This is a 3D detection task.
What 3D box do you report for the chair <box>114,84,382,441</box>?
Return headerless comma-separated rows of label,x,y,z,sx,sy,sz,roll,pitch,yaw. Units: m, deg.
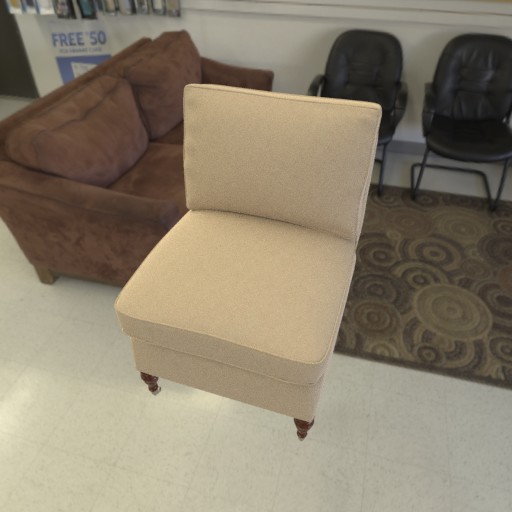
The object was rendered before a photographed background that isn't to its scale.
chair,0.000,0.000,1.677,0.724,1.052,0.912,12,42,14
